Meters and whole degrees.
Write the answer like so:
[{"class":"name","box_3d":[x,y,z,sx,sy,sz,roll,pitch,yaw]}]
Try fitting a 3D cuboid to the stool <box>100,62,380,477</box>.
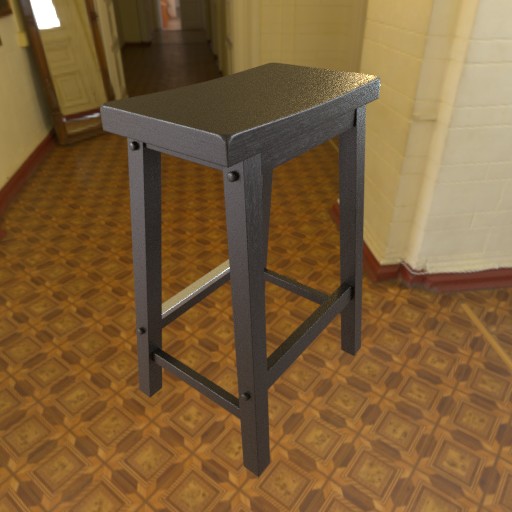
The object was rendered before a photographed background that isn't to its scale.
[{"class":"stool","box_3d":[0.000,0.000,0.842,0.322,0.610,0.406,23,39,31]}]
